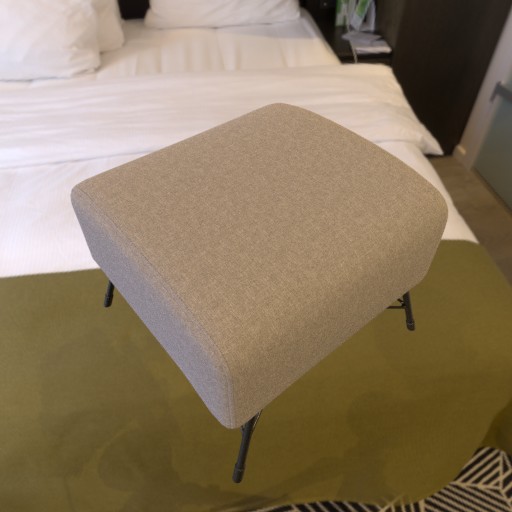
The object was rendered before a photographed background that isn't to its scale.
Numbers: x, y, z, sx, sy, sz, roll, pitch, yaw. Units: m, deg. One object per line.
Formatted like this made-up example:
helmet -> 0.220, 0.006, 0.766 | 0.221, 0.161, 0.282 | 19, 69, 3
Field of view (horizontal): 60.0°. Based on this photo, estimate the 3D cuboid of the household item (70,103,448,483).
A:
household item -> 0.000, 0.000, 0.904 | 0.530, 0.410, 0.530 | -31, 54, -26
